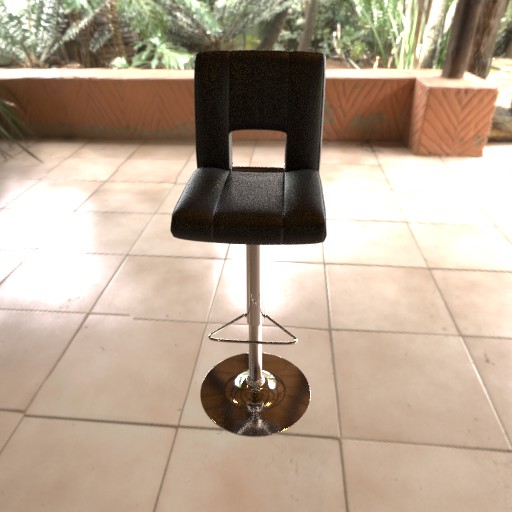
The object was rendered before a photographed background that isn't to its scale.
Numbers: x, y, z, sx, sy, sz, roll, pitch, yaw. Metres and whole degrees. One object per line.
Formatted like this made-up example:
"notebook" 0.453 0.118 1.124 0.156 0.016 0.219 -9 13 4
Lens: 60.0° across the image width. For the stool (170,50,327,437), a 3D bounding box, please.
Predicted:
"stool" 0.000 0.000 1.411 0.415 1.151 0.520 2 31 3
